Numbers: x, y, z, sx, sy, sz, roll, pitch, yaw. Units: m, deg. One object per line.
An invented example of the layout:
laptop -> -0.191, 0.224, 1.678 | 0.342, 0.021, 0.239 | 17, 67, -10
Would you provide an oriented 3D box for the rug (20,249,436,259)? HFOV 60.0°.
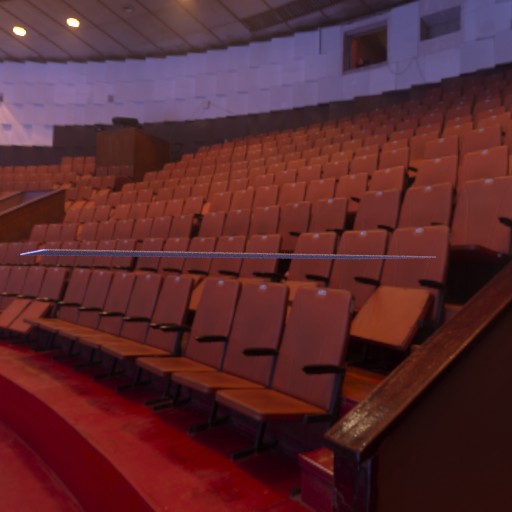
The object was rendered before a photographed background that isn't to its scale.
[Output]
rug -> 0.000, 0.000, 2.656 | 2.431, 0.006, 0.806 | 1, -2, -34
